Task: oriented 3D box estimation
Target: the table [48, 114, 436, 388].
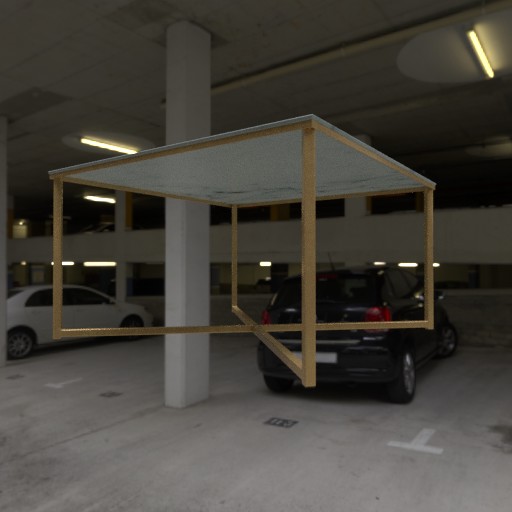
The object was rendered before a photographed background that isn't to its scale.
[{"bbox_3d":[0.000,0.000,1.278,0.800,0.450,0.800,0,-1,36],"label":"table"}]
